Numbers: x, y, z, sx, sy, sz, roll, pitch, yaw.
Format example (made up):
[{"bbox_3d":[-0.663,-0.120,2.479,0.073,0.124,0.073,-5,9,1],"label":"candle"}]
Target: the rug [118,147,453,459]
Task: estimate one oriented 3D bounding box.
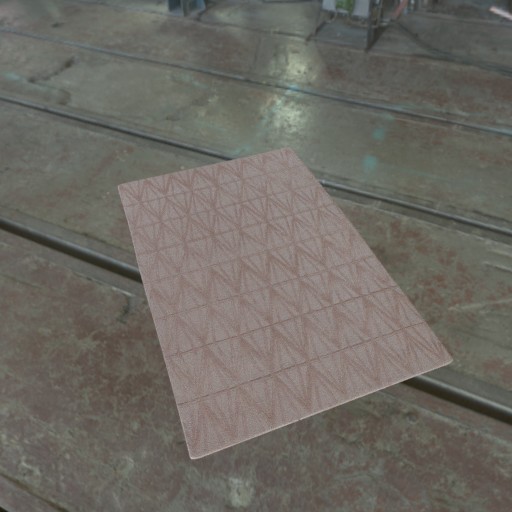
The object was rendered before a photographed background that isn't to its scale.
[{"bbox_3d":[0.000,0.000,2.427,1.230,0.025,1.837,-15,48,-14],"label":"rug"}]
